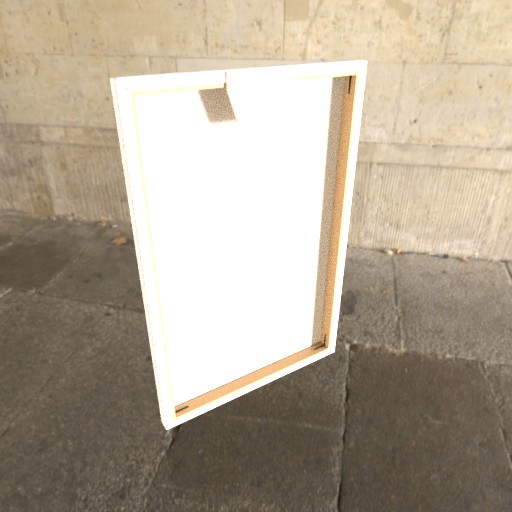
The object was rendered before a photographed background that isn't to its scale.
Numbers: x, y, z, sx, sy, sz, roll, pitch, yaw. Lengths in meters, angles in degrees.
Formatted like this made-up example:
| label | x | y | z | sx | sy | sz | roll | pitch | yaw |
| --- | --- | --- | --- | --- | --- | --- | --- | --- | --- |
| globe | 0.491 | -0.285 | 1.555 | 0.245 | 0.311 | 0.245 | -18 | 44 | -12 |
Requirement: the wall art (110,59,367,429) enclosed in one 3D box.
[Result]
| label | x | y | z | sx | sy | sz | roll | pitch | yaw |
| --- | --- | --- | --- | --- | --- | --- | --- | --- | --- |
| wall art | 0.000 | 0.000 | 1.146 | 0.602 | 0.902 | 0.048 | -17 | 33 | -27 |
